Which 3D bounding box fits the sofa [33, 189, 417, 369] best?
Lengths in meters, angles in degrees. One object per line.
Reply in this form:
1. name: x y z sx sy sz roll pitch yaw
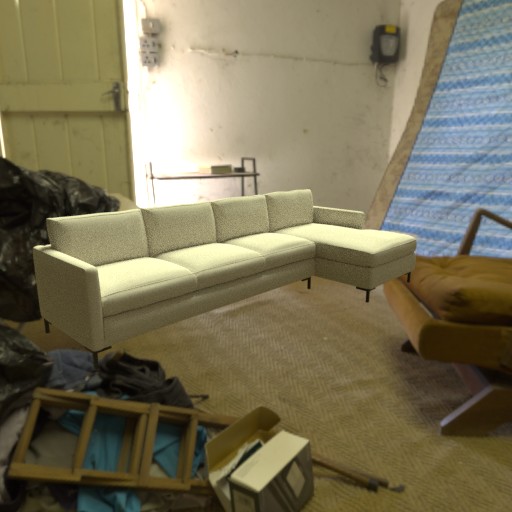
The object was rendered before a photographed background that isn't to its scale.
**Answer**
1. sofa: 0.000 0.000 2.937 1.126 0.677 2.445 14 20 43
